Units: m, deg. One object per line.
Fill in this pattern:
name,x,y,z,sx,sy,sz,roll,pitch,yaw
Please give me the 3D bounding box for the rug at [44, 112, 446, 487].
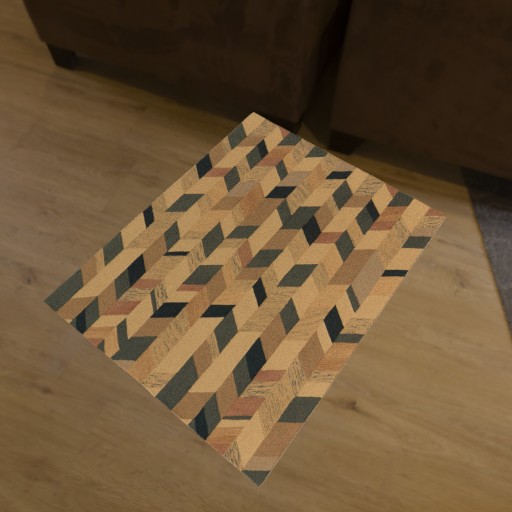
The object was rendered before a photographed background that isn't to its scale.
rug,0.000,0.000,4.196,2.451,0.011,3.072,34,65,18
